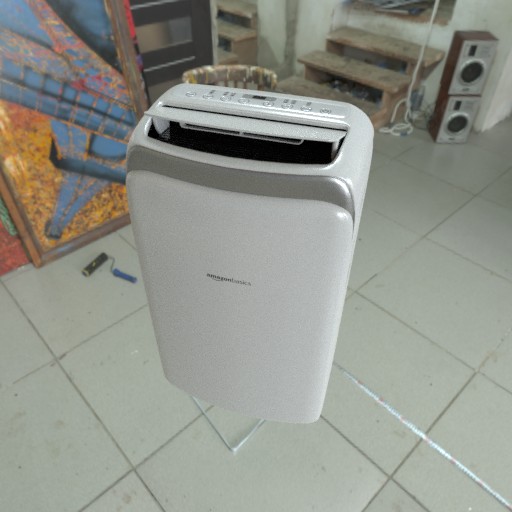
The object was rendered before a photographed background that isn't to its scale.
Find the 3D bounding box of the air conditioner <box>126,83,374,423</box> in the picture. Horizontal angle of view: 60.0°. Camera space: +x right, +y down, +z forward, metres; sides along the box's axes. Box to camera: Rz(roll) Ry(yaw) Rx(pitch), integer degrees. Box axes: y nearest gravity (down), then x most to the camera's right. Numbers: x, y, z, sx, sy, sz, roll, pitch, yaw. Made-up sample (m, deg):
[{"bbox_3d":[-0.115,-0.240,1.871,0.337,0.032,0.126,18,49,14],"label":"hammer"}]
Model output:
[{"bbox_3d":[0.000,0.000,1.069,0.449,0.786,0.414,12,43,13],"label":"air conditioner"}]
